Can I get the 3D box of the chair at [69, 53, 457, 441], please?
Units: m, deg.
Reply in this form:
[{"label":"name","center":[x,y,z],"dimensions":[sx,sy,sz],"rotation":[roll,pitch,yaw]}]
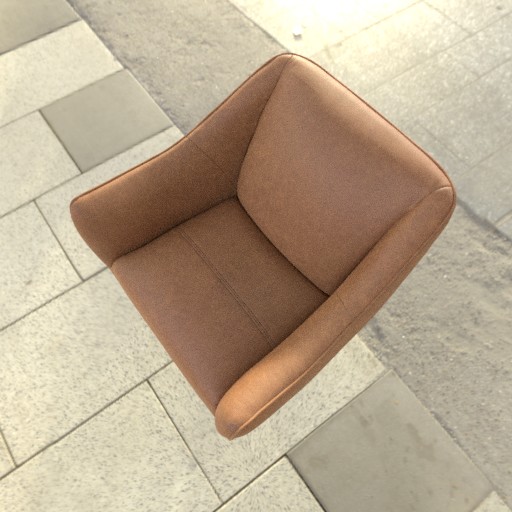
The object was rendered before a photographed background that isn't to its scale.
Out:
[{"label":"chair","center":[0.000,0.000,1.493],"dimensions":[0.852,0.830,0.871],"rotation":[-35,69,-16]}]
